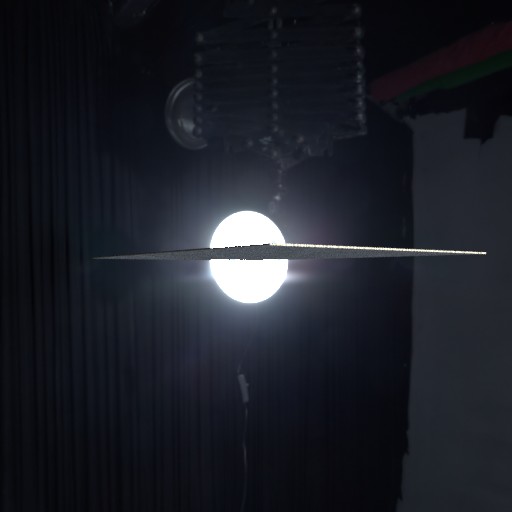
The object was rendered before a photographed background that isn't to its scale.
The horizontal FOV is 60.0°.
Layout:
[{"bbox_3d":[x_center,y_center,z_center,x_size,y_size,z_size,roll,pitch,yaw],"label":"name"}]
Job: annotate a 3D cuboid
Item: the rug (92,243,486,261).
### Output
[{"bbox_3d":[0.000,0.000,2.954,1.522,0.008,2.284,1,-2,-35],"label":"rug"}]
